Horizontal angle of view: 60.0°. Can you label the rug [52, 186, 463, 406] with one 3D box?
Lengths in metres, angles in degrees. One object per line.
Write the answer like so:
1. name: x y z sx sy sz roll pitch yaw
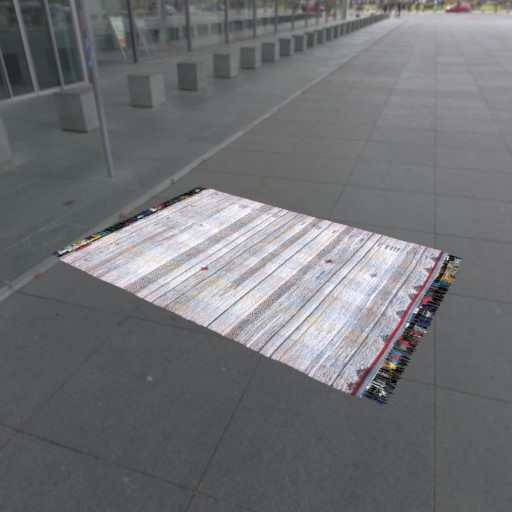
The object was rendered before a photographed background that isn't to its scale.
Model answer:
1. rug: 0.000 0.000 2.326 1.848 0.012 1.217 19 35 29
